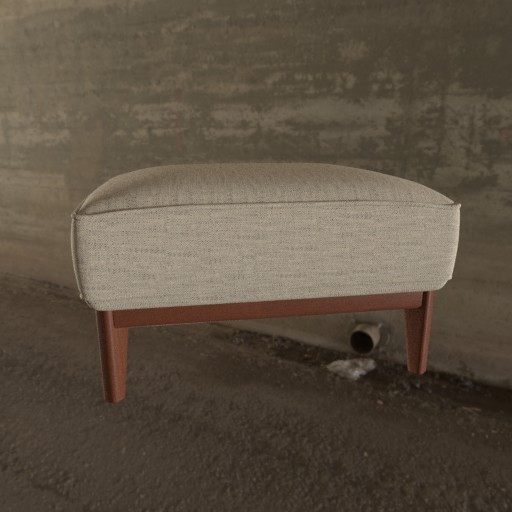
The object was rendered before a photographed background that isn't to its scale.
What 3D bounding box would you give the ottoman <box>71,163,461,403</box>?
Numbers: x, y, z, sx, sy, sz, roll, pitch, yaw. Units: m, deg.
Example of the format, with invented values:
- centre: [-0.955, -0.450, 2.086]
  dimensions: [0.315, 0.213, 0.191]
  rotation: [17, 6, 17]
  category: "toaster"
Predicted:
- centre: [0.000, 0.000, 1.165]
  dimensions: [0.794, 0.465, 0.594]
  rotation: [-3, 15, -9]
  category: "ottoman"
